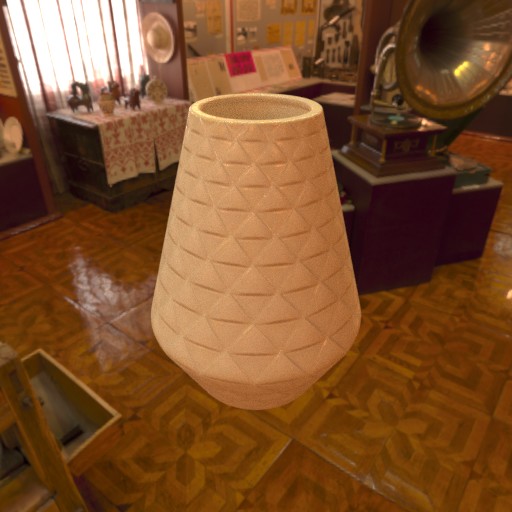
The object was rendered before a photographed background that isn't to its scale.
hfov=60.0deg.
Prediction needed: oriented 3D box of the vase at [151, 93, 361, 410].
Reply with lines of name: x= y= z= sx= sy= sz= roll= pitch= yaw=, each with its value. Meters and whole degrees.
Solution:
vase: x=0.000 y=0.000 z=0.352 sx=0.175 sy=0.230 sz=0.175 roll=0 pitch=31 yaw=0
